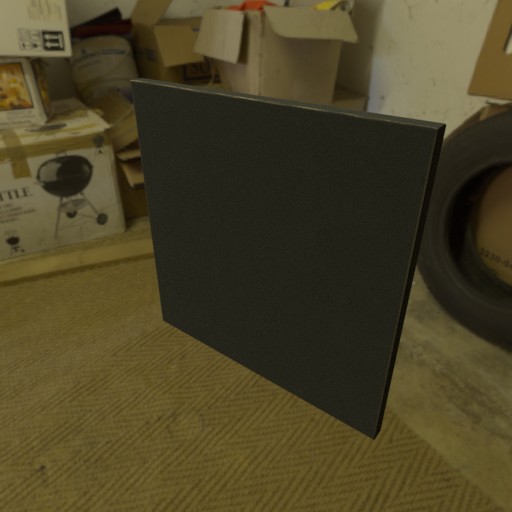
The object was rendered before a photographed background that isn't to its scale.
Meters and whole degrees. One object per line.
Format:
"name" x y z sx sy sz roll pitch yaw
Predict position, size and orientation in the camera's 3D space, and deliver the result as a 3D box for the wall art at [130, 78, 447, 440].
"wall art" 0.000 0.000 0.442 0.304 0.303 0.015 21 37 32
